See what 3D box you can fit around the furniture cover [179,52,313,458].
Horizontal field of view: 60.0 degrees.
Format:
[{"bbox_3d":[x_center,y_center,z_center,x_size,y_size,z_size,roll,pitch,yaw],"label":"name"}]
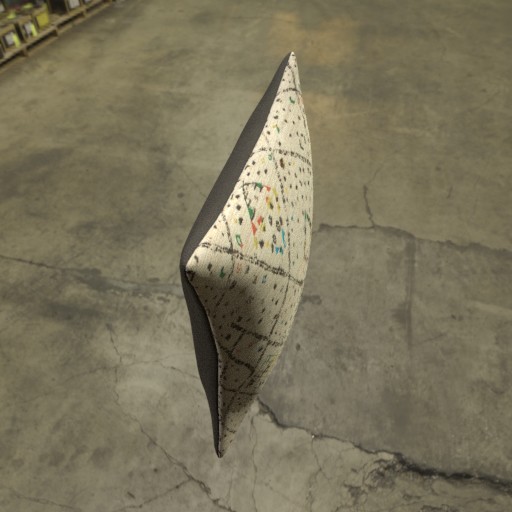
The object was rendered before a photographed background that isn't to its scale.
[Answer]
[{"bbox_3d":[0.000,0.000,0.770,0.180,0.498,0.525,11,47,10],"label":"furniture cover"}]
